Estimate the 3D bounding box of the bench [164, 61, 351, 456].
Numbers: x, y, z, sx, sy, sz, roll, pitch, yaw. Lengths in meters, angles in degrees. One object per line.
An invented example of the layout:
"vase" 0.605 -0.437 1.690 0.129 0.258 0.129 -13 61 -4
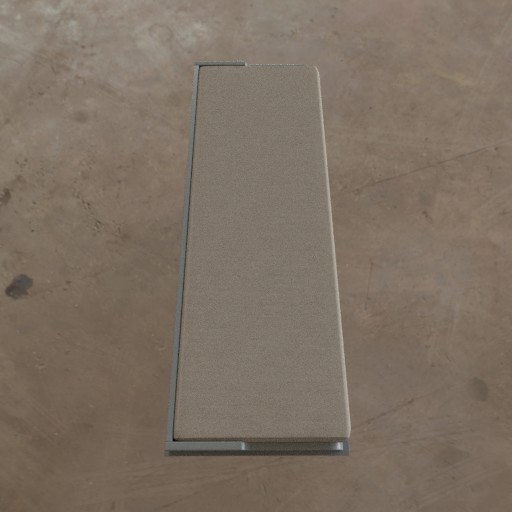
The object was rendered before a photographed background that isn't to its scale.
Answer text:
"bench" 0.000 0.000 1.377 0.398 0.501 1.140 0 65 0
